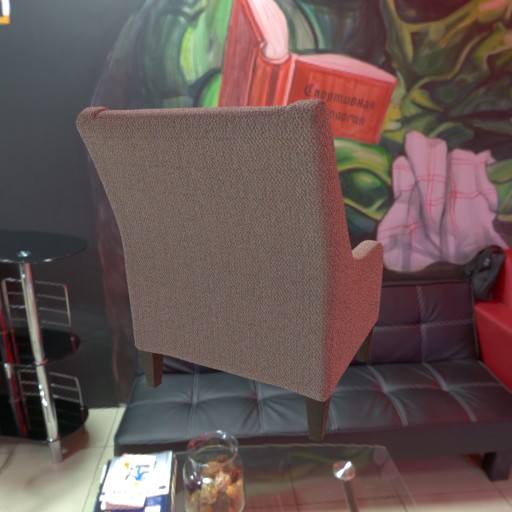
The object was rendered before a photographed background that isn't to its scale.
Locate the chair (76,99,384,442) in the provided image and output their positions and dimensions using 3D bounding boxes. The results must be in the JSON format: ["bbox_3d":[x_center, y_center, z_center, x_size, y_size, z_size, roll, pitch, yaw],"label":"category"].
[{"bbox_3d":[0.000,0.000,1.616,0.774,1.014,0.870,8,18,26],"label":"chair"}]
